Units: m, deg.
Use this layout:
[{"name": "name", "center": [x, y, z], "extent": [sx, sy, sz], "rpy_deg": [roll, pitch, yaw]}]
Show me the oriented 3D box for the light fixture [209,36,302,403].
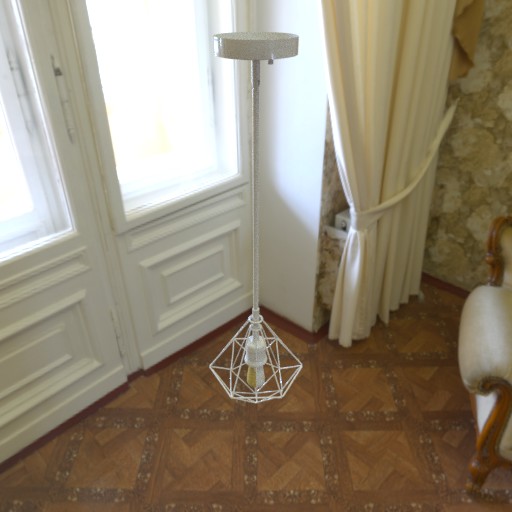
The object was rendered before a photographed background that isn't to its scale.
[{"name": "light fixture", "center": [0.000, 0.000, 1.974], "extent": [0.487, 1.764, 0.431], "rpy_deg": [-1, 31, -1]}]
